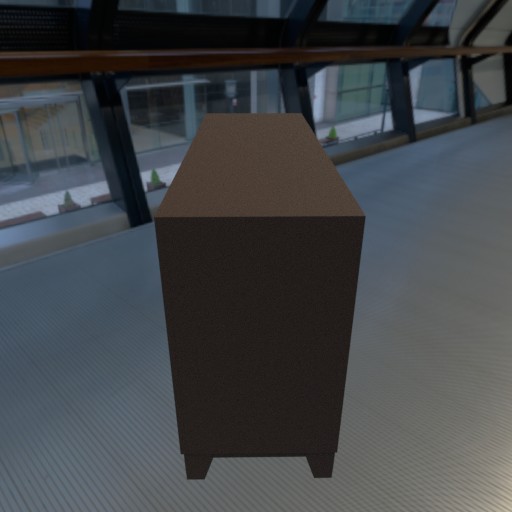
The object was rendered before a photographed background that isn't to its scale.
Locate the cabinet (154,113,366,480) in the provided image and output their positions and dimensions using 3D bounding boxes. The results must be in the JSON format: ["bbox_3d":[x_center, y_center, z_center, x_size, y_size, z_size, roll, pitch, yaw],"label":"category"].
[{"bbox_3d":[0.000,0.000,1.836,0.482,0.914,1.396,0,27,-1],"label":"cabinet"}]
